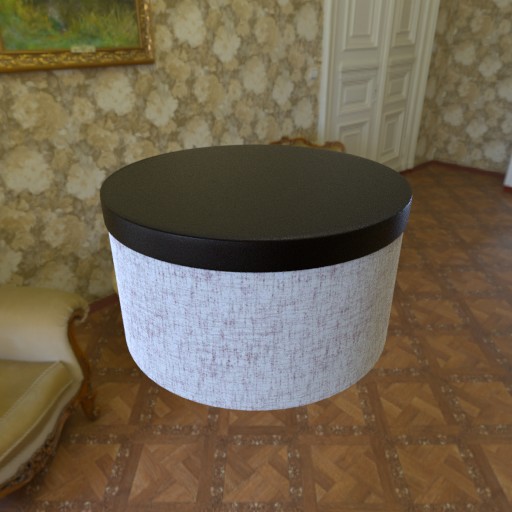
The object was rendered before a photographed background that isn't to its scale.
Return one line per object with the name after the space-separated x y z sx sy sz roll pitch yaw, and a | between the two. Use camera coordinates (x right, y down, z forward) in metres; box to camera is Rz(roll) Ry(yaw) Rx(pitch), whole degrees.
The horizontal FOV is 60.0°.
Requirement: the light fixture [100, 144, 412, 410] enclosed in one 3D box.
0.000 0.000 0.628 0.389 0.229 0.389 0 27 0 | light fixture
